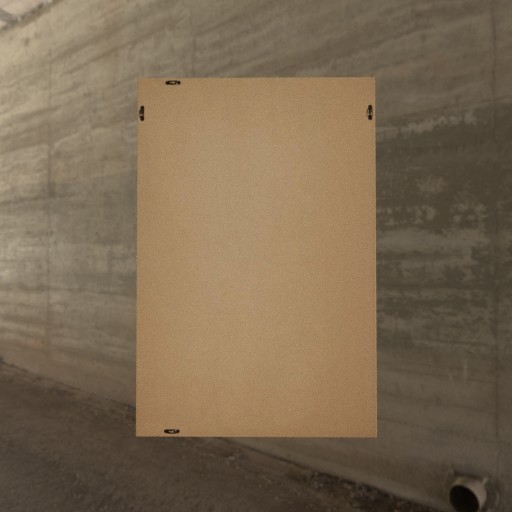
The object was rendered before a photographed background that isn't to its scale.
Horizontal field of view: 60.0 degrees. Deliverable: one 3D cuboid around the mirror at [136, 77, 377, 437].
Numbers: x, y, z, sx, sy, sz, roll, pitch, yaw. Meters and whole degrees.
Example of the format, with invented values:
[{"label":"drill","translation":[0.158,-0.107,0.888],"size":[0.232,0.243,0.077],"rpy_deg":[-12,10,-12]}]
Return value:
[{"label":"mirror","translation":[0.000,0.000,1.144],"size":[0.609,0.915,0.041],"rpy_deg":[0,-1,1]}]
